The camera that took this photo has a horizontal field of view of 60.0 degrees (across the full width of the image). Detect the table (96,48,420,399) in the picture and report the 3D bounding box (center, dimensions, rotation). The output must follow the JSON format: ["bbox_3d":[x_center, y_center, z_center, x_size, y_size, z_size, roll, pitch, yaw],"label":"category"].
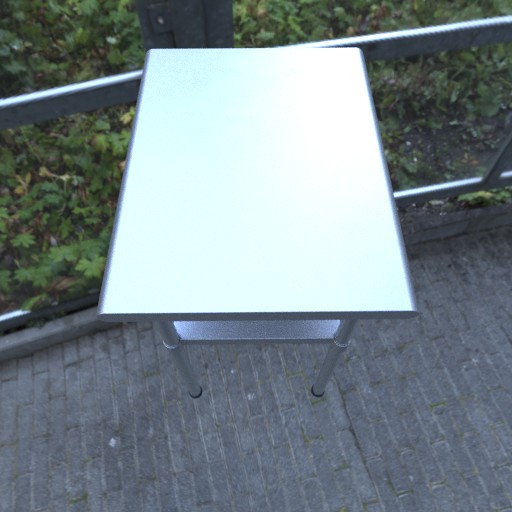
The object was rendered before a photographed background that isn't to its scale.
[{"bbox_3d":[0.000,0.000,1.357,0.584,0.876,0.762,0,59,0],"label":"table"}]
